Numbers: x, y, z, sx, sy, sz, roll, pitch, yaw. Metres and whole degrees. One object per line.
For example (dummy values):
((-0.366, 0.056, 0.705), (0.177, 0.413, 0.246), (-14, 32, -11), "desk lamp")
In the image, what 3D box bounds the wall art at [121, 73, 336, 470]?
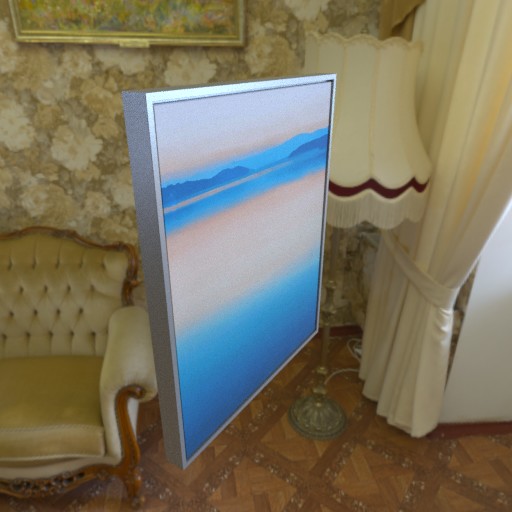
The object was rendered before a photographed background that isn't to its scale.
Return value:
((0.000, 0.000, 0.750), (0.037, 0.554, 0.453), (16, 30, 31), "wall art")
